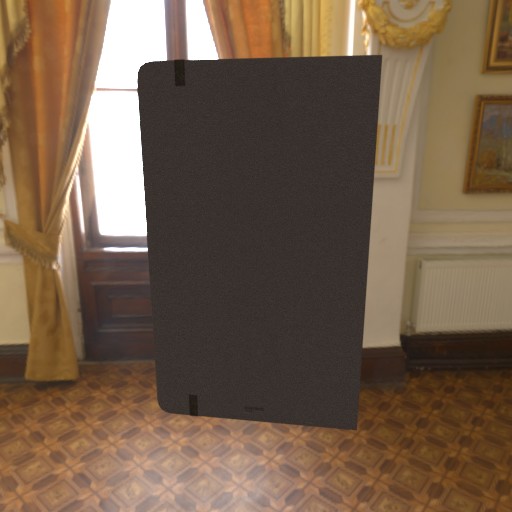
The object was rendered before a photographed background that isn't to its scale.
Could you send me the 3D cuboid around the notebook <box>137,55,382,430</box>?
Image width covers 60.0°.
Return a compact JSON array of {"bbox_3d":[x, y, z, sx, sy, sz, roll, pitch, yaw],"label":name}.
[{"bbox_3d":[0.000,0.000,0.260,0.127,0.213,0.016,2,15,8],"label":"notebook"}]
